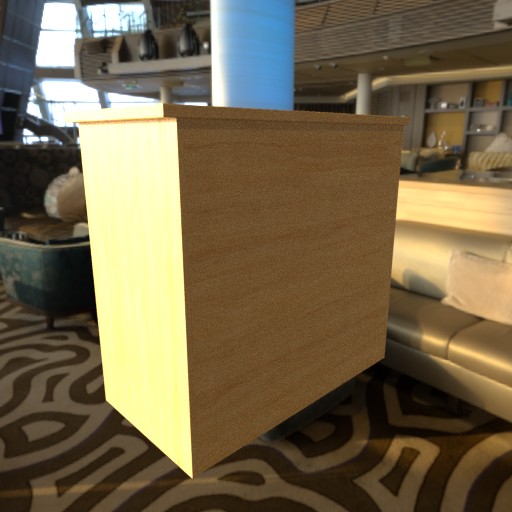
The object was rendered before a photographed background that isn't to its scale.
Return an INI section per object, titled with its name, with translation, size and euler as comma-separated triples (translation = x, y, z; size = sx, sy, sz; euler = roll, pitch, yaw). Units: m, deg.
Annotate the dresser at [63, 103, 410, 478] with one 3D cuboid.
[dresser]
translation = 0.000, 0.000, 1.205
size = 0.800, 0.730, 0.410
euler = -14, 21, -42
